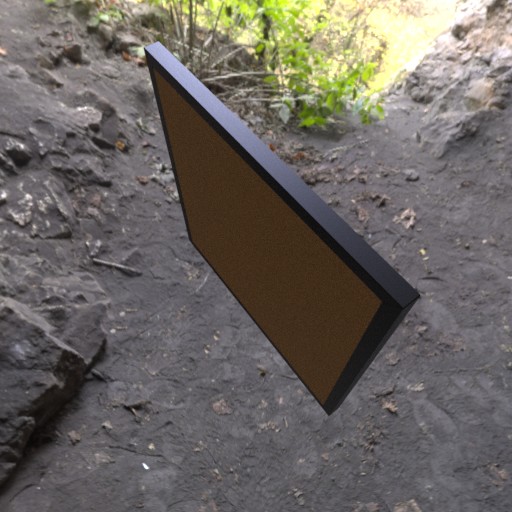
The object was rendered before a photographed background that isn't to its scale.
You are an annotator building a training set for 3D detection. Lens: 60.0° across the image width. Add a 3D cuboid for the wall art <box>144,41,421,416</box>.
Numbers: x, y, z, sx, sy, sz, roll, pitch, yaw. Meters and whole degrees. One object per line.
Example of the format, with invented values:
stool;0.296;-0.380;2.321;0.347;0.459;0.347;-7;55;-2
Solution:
wall art;0.000;0.000;1.133;0.038;0.765;0.765;-33;64;-18
